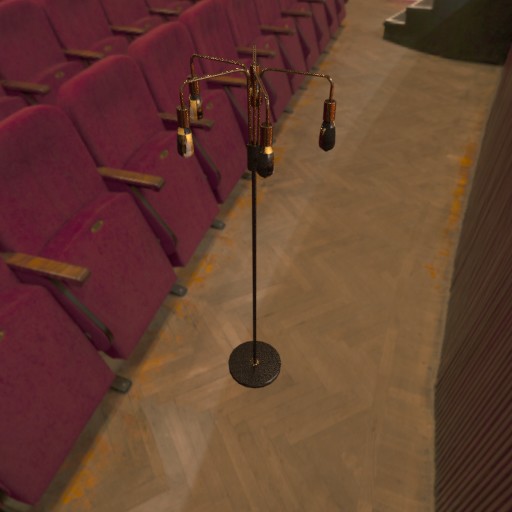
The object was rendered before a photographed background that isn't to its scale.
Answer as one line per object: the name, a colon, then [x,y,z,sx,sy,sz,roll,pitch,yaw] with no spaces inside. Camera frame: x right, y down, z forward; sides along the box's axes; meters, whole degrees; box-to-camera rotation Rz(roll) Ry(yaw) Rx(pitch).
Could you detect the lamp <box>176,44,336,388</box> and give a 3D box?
lamp: [0.000,0.000,2.066,0.599,1.721,0.572,12,43,13]
